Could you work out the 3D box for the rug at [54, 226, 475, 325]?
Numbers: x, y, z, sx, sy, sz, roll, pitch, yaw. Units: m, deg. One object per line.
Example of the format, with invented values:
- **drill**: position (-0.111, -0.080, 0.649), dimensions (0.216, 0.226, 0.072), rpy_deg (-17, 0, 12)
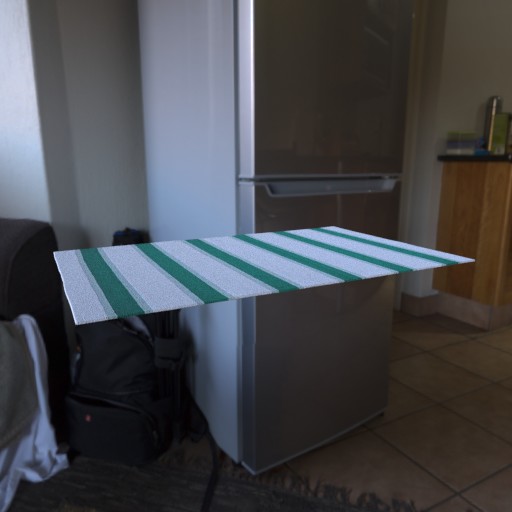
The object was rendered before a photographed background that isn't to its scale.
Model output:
- **rug**: position (0.000, 0.000, 3.007), dimensions (2.436, 0.015, 1.521), rpy_deg (-7, 14, -26)
